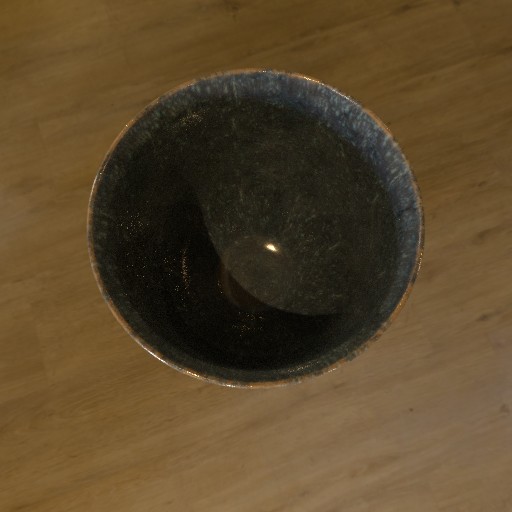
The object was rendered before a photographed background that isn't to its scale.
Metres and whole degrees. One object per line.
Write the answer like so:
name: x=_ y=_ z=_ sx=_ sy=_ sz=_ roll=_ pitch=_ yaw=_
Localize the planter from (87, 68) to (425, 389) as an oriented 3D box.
planter: x=0.000 y=0.000 z=0.478 sx=0.266 sy=0.270 sz=0.266 roll=0 pitch=75 yaw=0
